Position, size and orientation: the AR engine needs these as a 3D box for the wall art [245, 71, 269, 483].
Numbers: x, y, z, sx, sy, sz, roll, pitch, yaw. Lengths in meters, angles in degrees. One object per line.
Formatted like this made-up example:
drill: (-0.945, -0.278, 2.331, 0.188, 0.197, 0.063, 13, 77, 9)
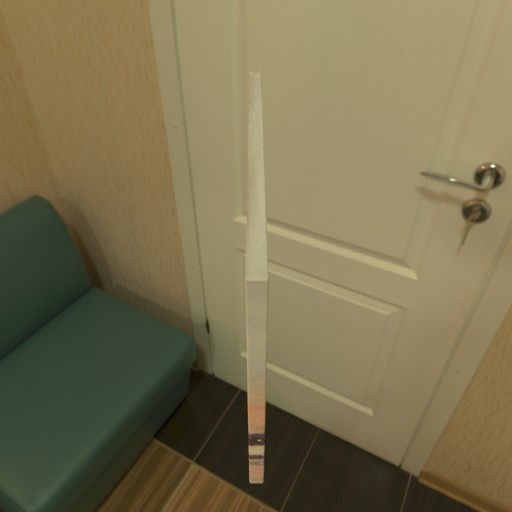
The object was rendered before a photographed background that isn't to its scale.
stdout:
wall art: (0.000, 0.000, 1.344, 0.038, 0.763, 1.015, 0, 40, 0)
